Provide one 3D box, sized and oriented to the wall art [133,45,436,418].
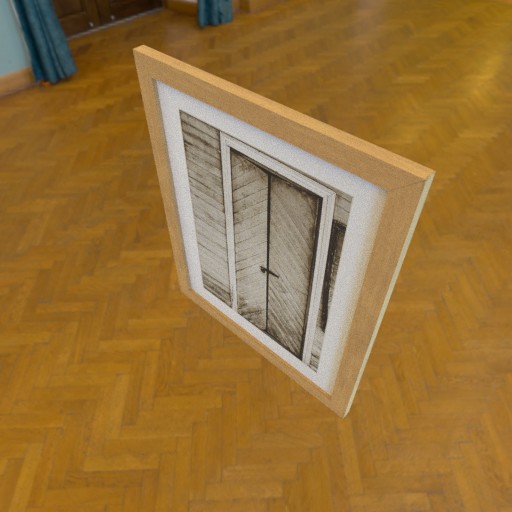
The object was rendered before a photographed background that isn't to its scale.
[{"bbox_3d":[0.000,0.000,0.743,0.460,0.561,0.020,33,55,27],"label":"wall art"}]
